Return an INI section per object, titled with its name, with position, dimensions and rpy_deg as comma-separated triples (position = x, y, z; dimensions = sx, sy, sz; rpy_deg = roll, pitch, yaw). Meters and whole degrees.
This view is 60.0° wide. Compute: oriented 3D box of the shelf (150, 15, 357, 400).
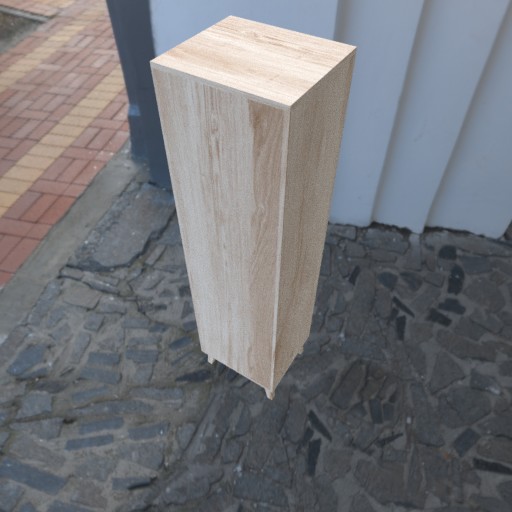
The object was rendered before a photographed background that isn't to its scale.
[shelf]
position = 0.000, 0.000, 2.164
dimensions = 0.510, 1.960, 0.450
rpy_deg = 25, 53, 21
